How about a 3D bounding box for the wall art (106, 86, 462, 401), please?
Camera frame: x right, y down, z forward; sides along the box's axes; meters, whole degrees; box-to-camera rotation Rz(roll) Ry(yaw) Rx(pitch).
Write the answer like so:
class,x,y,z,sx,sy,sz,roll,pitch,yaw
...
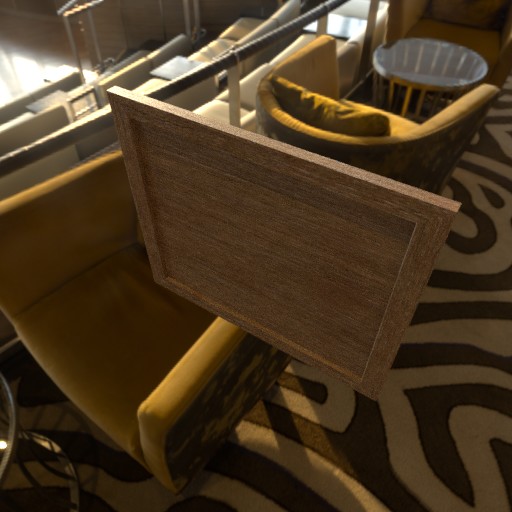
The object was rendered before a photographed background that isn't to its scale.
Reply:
class,x,y,z,sx,sy,sz,roll,pitch,yaw
wall art,0.000,0.000,0.974,0.690,0.588,0.026,25,51,22
